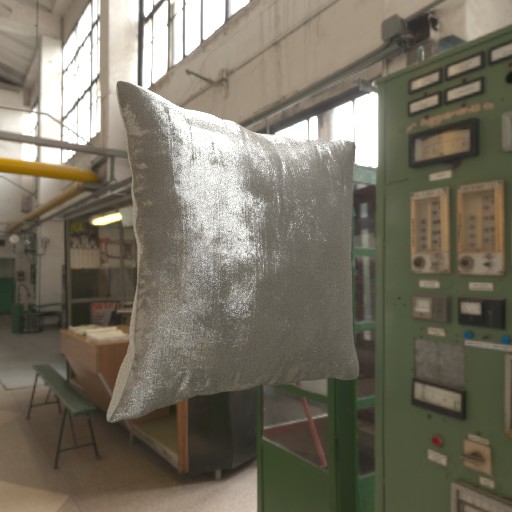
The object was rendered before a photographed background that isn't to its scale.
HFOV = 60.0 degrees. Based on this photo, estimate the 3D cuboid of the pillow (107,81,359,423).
[{"bbox_3d":[0.000,0.000,0.727,0.470,0.464,0.175,1,-2,-34],"label":"pillow"}]
